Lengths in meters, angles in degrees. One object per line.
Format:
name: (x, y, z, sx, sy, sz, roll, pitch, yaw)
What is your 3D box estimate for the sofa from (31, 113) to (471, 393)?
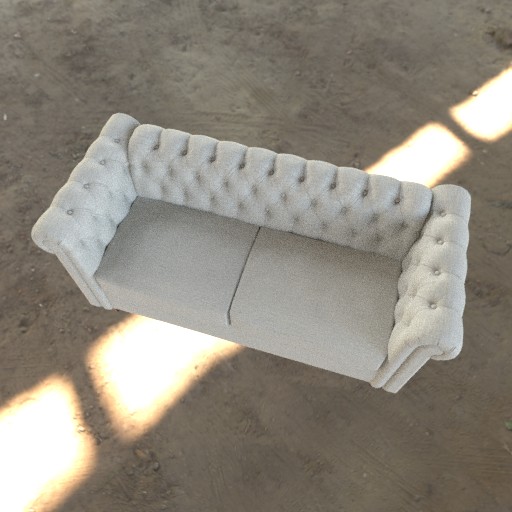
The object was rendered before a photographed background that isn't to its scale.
sofa: (0.000, 0.000, 2.207, 1.798, 0.797, 0.783, 14, 59, 9)
